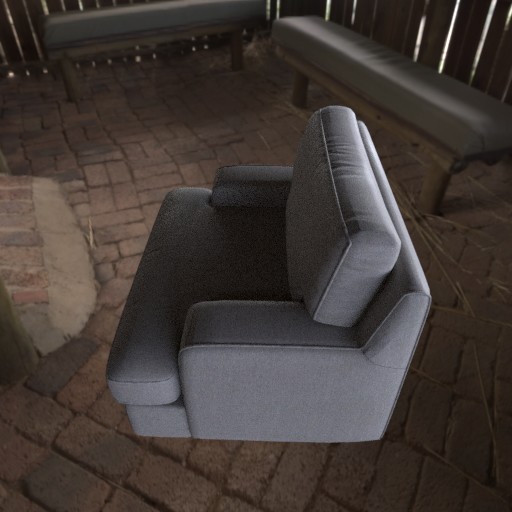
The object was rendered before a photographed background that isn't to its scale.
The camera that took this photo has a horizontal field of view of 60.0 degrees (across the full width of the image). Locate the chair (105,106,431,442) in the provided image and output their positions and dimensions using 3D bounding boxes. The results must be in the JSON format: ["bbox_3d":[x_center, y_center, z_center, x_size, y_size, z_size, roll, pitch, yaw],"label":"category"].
[{"bbox_3d":[0.000,0.000,1.915,1.043,0.974,1.270,1,40,1],"label":"chair"}]
